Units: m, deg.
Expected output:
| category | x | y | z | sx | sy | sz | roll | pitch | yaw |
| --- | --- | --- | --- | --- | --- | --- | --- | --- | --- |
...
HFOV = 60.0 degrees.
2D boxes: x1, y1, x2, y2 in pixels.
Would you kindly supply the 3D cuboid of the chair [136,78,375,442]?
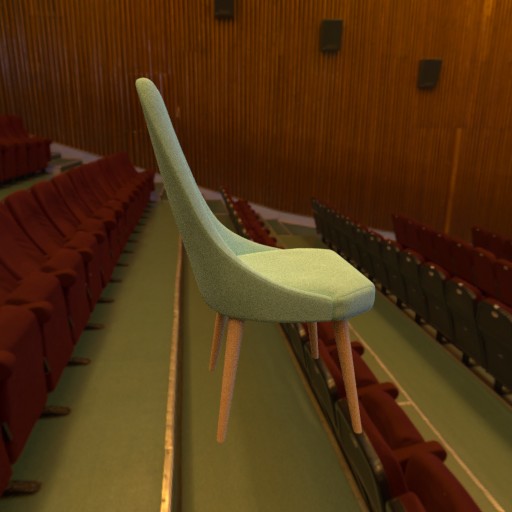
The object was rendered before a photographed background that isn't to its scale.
| category | x | y | z | sx | sy | sz | roll | pitch | yaw |
| --- | --- | --- | --- | --- | --- | --- | --- | --- | --- |
| chair | 0.000 | 0.000 | 1.417 | 0.660 | 1.040 | 0.510 | -3 | 16 | -9 |
